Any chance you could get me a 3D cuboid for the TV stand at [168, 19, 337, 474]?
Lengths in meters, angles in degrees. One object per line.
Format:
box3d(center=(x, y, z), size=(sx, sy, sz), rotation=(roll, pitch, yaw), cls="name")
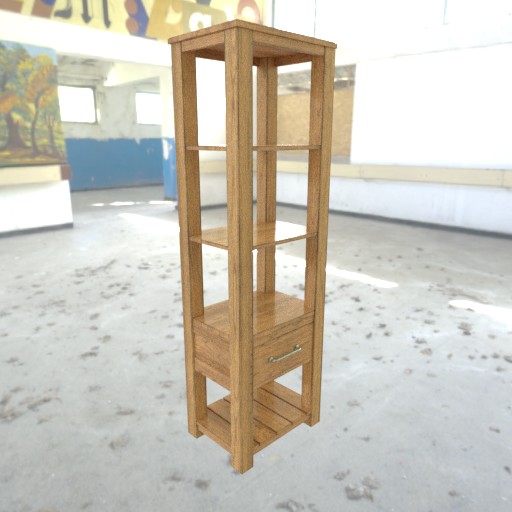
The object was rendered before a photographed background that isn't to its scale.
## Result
box3d(center=(0.000, 0.000, 2.047), size=(0.565, 1.828, 0.435), rotation=(-14, 20, -42), cls="TV stand")
